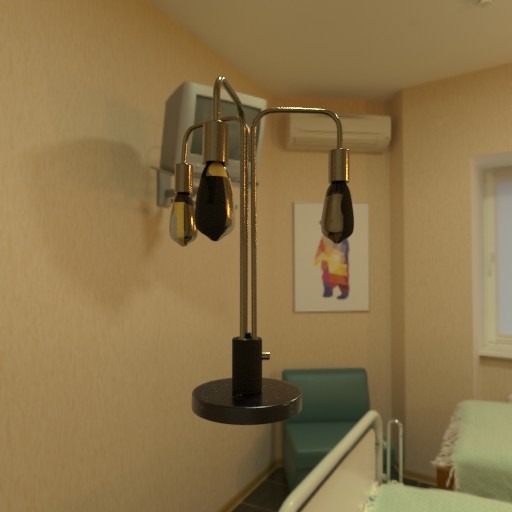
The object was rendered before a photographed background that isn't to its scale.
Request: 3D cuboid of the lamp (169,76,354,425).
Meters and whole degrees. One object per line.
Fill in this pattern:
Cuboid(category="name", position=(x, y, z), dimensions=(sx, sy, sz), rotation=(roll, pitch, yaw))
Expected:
Cuboid(category="lamp", position=(0.000, 0.000, 0.809), dimensions=(0.368, 0.560, 0.355), rotation=(0, -1, -1))
